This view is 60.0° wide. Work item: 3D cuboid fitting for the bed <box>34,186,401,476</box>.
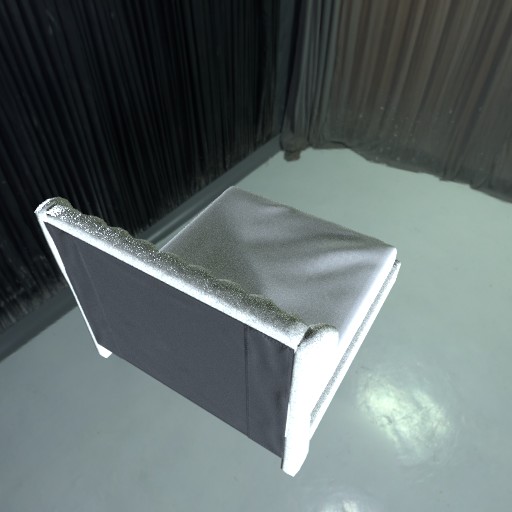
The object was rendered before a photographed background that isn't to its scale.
[{"bbox_3d":[0.000,0.000,3.926,2.219,1.771,2.347,24,50,22],"label":"bed"}]
